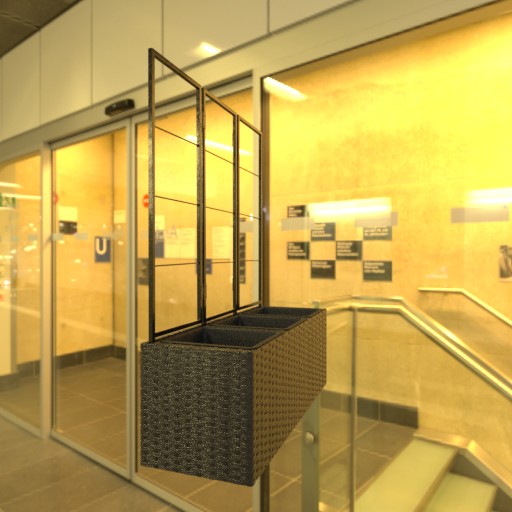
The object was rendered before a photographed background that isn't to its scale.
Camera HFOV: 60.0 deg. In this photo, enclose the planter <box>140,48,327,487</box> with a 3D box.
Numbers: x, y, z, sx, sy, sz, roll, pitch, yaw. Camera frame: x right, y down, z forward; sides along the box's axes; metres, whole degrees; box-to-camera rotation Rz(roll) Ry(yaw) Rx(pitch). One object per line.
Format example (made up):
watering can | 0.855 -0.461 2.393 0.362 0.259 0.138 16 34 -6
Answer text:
planter | 0.000 0.000 1.172 0.244 0.841 0.698 0 0 20
